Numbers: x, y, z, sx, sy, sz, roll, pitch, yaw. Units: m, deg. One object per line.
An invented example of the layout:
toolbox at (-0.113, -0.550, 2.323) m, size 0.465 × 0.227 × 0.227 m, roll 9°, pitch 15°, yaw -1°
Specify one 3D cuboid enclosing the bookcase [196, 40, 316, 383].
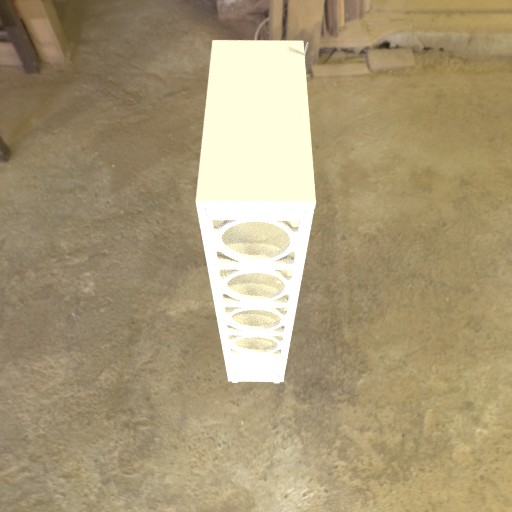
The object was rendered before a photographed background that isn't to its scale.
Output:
bookcase at (0.000, 0.000, 2.190) m, size 0.361 × 1.869 × 0.761 m, roll 0°, pitch 58°, yaw 0°
